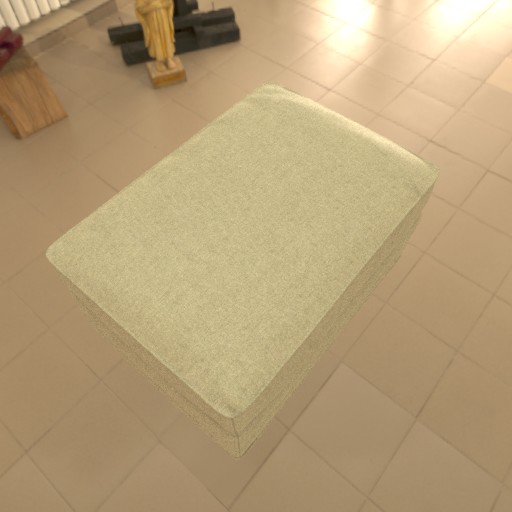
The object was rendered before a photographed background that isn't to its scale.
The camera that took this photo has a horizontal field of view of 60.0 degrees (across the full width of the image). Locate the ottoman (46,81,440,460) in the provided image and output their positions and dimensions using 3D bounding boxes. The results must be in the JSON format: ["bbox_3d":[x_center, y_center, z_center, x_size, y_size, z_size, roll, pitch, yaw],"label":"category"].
[{"bbox_3d":[0.000,0.000,1.241,0.611,0.508,0.848,35,64,20],"label":"ottoman"}]
